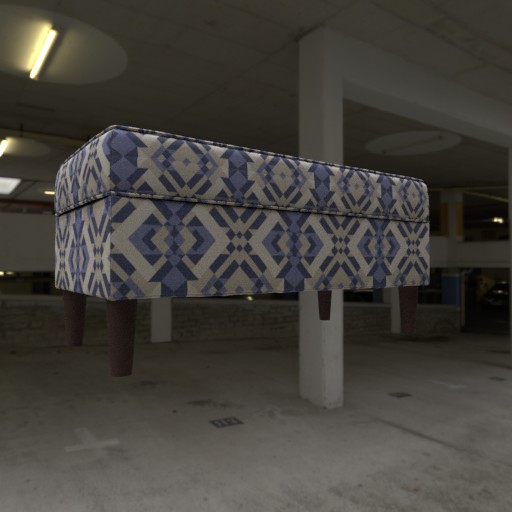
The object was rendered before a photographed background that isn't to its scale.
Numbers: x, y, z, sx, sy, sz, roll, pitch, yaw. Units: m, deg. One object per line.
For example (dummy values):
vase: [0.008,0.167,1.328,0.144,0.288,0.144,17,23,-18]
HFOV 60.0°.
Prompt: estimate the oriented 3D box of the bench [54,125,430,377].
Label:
bench: [0.000,0.000,1.289,1.016,0.477,0.492,1,-1,-35]
